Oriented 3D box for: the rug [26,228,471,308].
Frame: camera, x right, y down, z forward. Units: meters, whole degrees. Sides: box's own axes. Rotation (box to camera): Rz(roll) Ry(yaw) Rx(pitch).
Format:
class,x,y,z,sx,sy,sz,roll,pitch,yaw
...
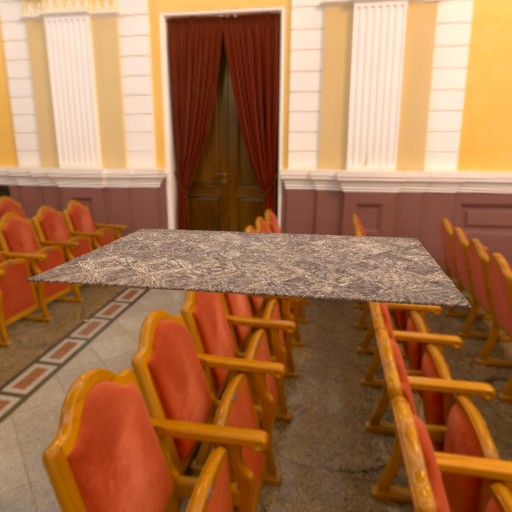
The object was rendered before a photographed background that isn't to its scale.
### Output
class,x,y,z,sx,sy,sz,roll,pitch,yaw
rug,0.000,0.000,2.324,1.808,0.011,1.189,3,15,10
